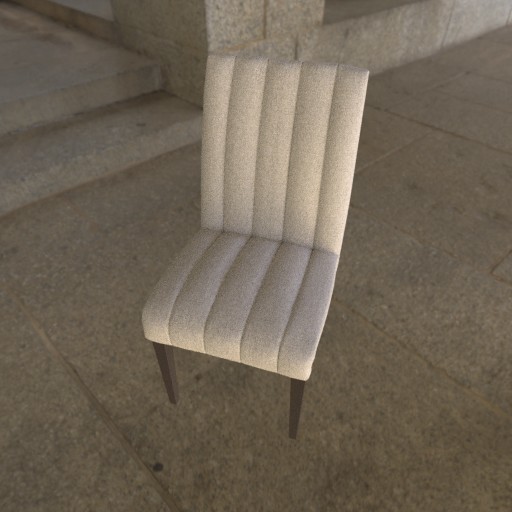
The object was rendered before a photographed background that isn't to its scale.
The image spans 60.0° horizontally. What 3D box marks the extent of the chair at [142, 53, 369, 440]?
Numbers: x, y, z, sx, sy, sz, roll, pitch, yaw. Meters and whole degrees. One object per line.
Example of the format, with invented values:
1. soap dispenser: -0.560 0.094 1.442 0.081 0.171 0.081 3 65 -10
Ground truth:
1. chair: 0.000 0.000 1.390 0.511 1.016 0.647 11 41 13
